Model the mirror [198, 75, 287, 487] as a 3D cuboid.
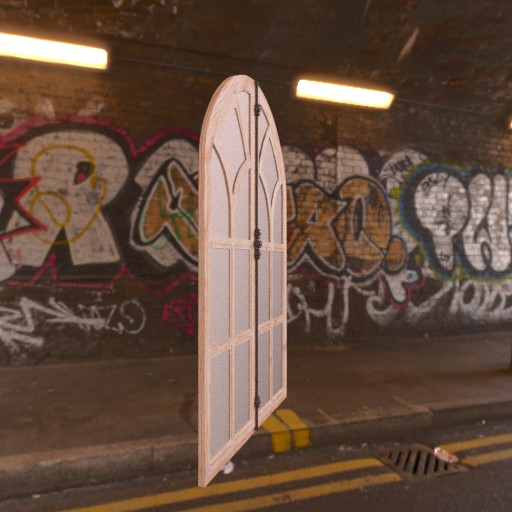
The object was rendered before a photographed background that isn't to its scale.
[{"bbox_3d":[0.000,0.000,1.163,0.032,0.915,0.609,0,0,19],"label":"mirror"}]
